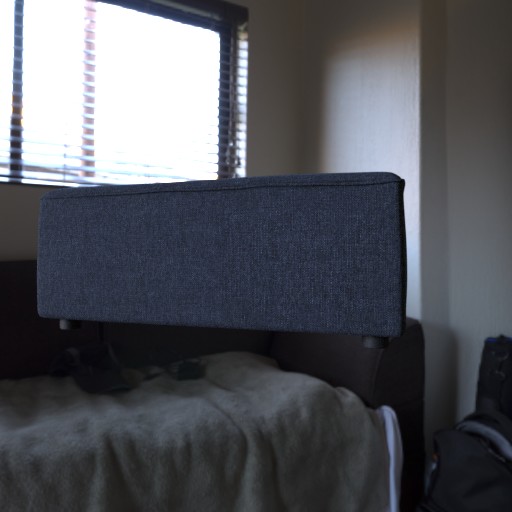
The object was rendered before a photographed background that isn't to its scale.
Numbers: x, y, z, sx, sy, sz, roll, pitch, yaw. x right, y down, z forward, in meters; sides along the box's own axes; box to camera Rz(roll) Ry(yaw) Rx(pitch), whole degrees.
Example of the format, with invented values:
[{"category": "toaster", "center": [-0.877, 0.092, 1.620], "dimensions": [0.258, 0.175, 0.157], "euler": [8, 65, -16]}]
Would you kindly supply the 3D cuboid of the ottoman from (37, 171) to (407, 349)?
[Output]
[{"category": "ottoman", "center": [0.000, 0.000, 1.584], "dimensions": [1.017, 0.423, 1.023], "euler": [0, 0, 18]}]
